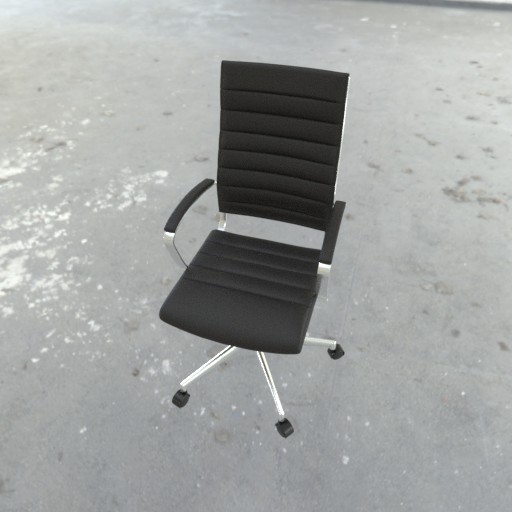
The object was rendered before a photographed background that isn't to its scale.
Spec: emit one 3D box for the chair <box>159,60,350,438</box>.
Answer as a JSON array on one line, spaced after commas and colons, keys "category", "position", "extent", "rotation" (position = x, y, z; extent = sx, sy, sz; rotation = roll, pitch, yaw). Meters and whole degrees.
[{"category": "chair", "position": [0.000, 0.000, 1.622], "extent": [0.766, 1.149, 0.739], "rotation": [12, 43, 13]}]
